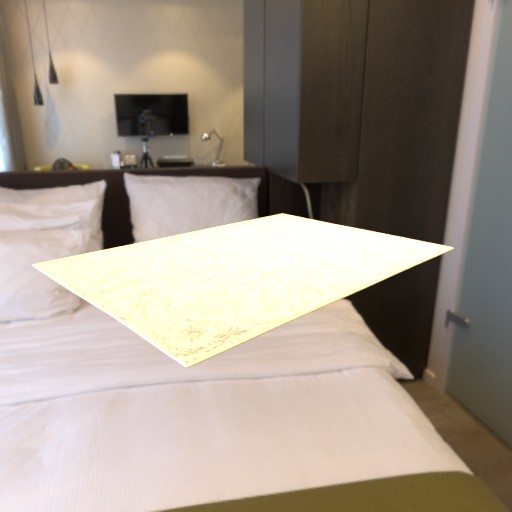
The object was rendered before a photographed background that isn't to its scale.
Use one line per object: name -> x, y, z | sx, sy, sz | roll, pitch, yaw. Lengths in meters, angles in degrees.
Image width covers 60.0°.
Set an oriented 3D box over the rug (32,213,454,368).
rug -> 0.000, 0.000, 2.840 | 2.202, 0.014, 1.598 | -16, 23, -41
